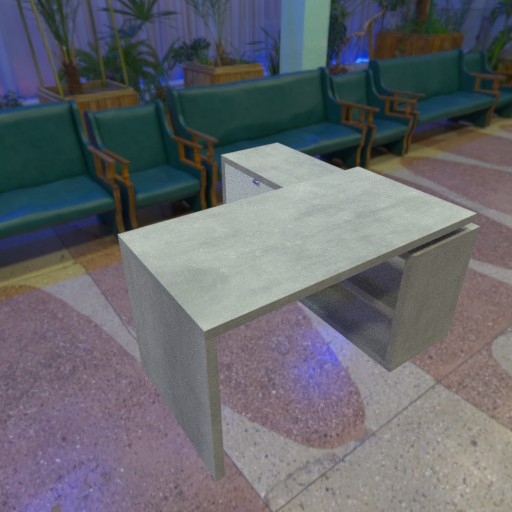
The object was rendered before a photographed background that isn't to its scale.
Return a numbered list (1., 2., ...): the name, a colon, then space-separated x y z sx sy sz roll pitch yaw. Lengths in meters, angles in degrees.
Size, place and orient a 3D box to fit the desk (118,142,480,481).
1. desk: 0.000 0.000 2.318 1.400 0.740 1.500 -20 37 -29
